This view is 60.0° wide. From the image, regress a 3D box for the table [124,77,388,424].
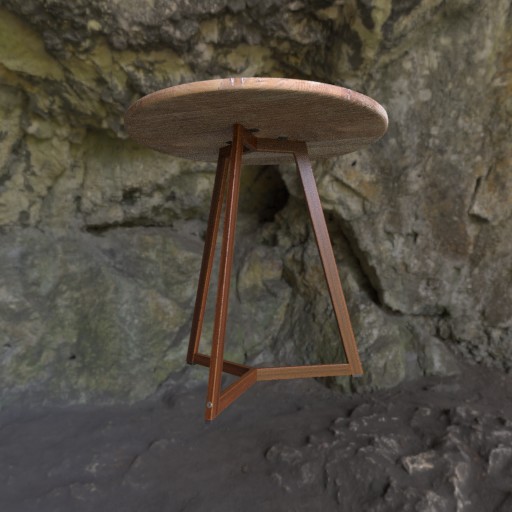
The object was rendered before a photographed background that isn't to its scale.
[{"bbox_3d":[0.000,0.000,0.872,0.500,0.500,0.500,0,-1,0],"label":"table"}]
